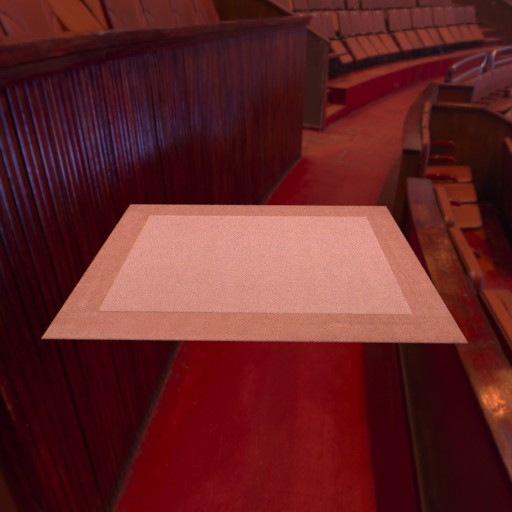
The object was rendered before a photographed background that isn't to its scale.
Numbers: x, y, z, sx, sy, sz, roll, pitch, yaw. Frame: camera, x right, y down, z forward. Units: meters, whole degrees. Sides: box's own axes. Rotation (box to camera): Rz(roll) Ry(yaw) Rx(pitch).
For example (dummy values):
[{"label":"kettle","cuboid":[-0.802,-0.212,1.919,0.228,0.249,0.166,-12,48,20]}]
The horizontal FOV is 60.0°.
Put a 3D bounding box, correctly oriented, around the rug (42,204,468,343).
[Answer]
[{"label":"rug","cuboid":[0.000,0.000,4.225,3.048,0.014,2.438,0,30,1]}]
